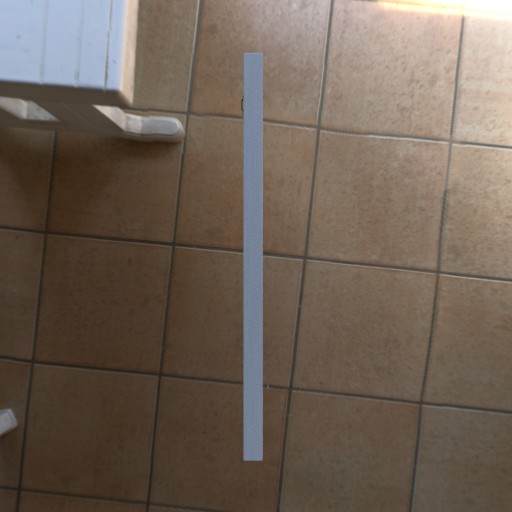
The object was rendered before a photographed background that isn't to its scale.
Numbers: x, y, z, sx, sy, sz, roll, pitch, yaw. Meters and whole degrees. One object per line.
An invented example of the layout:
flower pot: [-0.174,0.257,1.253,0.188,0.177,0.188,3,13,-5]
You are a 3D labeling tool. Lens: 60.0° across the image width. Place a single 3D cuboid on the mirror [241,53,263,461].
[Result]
mirror: [0.000,0.000,1.336,0.040,1.016,0.762,0,90,1]
